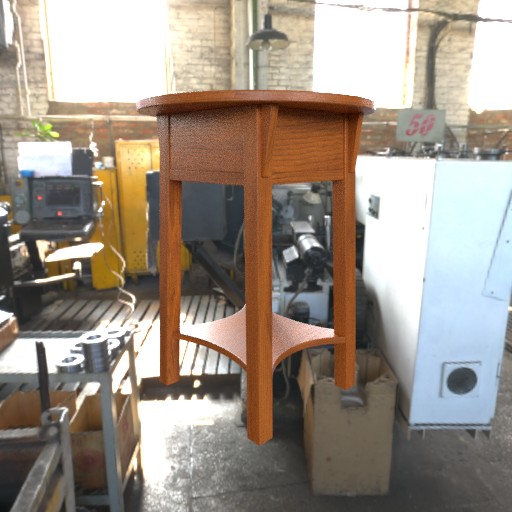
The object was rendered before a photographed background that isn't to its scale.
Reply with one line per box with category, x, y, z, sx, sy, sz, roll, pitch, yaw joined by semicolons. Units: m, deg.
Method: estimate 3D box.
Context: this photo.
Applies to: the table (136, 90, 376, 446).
table;0.000;0.000;0.944;0.457;0.610;0.457;0;13;0
